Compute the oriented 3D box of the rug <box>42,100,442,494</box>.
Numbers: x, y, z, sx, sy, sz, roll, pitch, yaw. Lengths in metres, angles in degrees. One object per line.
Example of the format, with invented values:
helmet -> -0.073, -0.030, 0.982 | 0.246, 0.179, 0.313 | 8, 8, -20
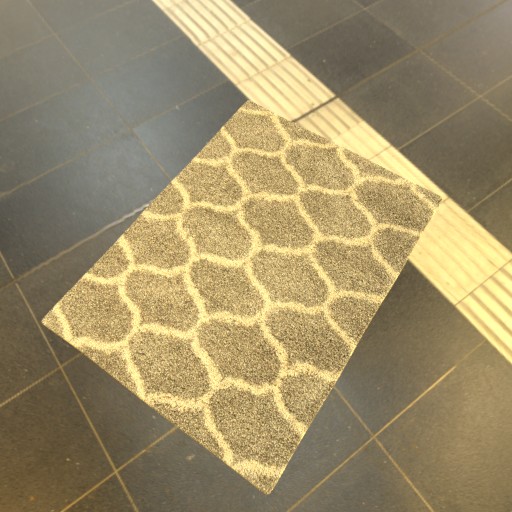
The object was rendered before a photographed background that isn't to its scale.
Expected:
rug -> 0.000, 0.000, 2.089 | 1.200, 0.025, 1.600 | 31, 67, 15
